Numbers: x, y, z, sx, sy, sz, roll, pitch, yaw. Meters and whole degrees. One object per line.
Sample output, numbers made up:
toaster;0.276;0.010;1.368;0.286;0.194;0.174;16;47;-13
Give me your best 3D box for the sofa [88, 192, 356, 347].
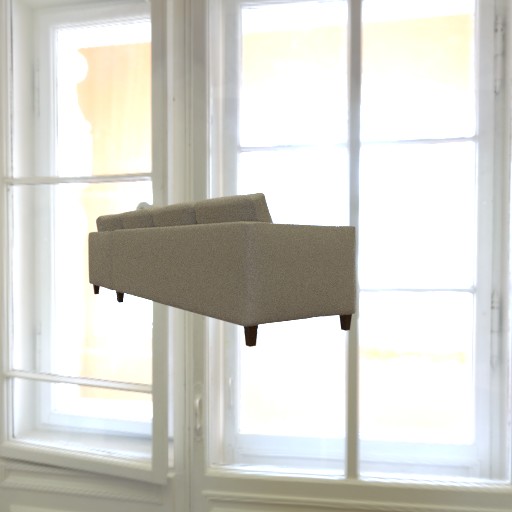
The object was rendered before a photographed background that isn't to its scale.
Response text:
sofa;0.000;0.000;4.566;2.522;0.934;3.333;-1;2;-36
